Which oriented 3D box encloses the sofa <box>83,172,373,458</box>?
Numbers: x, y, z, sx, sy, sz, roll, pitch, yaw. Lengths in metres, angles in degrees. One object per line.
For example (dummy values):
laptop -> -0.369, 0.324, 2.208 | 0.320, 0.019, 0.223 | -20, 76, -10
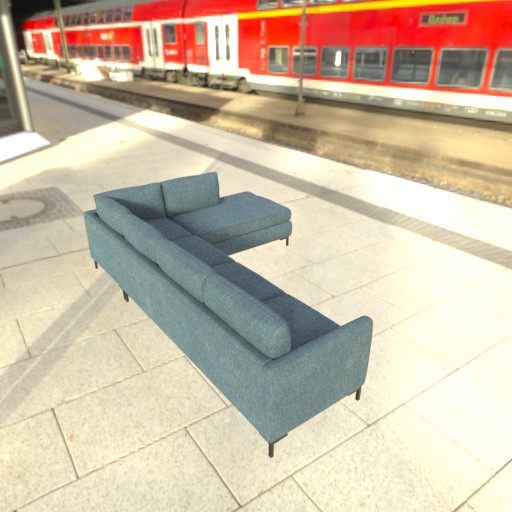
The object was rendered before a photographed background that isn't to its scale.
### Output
sofa -> 0.000, 0.000, 3.849 | 2.007, 0.815, 2.949 | -18, 31, -33
